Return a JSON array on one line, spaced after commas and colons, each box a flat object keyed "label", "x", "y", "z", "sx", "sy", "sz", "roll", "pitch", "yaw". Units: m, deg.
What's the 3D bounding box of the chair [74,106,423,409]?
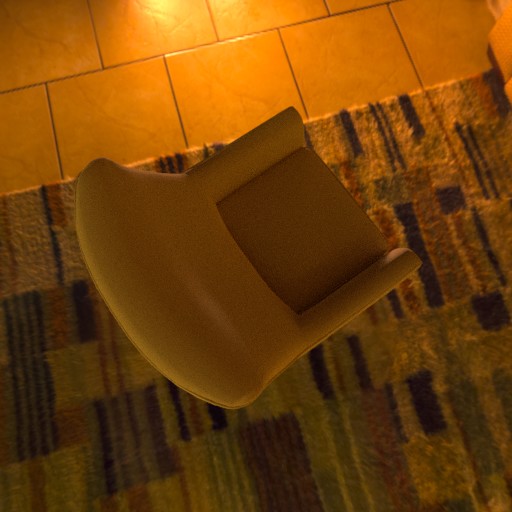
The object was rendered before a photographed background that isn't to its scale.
[{"label": "chair", "x": 0.000, "y": 0.000, "z": 1.576, "sx": 0.879, "sy": 0.916, "sz": 0.756, "roll": -34, "pitch": 78, "yaw": -8}]
